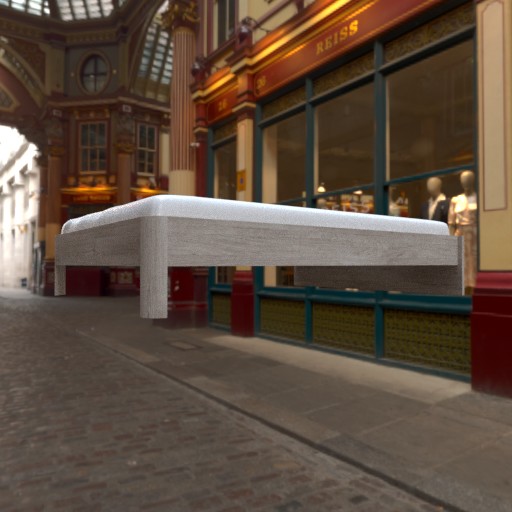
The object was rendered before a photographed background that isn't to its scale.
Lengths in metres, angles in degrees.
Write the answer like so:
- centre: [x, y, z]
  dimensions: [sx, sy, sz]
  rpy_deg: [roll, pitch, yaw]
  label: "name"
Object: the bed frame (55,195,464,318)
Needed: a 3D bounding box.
- centre: [0.000, 0.000, 2.637]
  dimensions: [1.950, 0.462, 1.490]
  rpy_deg: [1, -1, -36]
  label: "bed frame"
